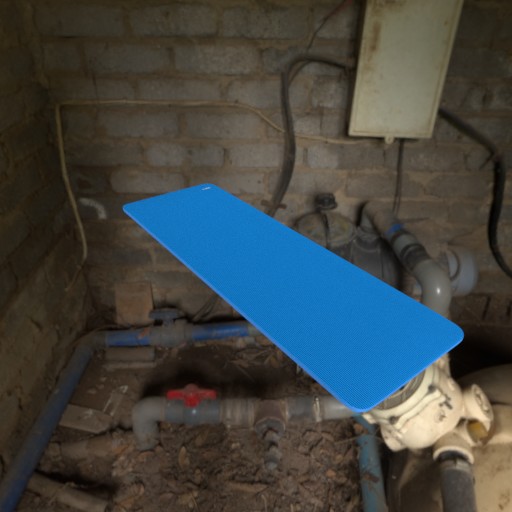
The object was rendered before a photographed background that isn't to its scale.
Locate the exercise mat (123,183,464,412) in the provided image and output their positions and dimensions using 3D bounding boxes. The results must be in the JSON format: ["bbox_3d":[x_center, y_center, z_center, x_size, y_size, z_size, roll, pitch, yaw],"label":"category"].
[{"bbox_3d":[0.000,0.000,2.139,0.616,0.021,1.869,-21,37,-31],"label":"exercise mat"}]
